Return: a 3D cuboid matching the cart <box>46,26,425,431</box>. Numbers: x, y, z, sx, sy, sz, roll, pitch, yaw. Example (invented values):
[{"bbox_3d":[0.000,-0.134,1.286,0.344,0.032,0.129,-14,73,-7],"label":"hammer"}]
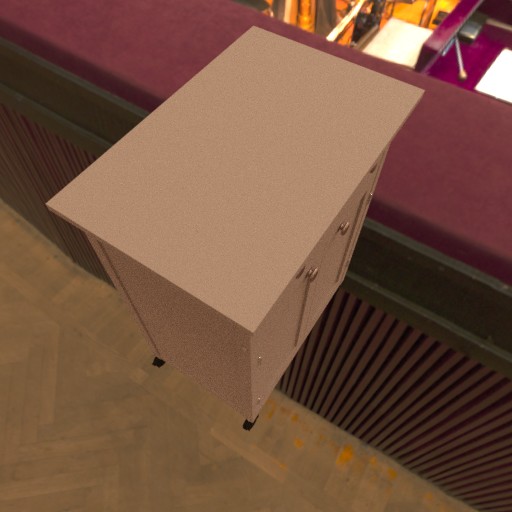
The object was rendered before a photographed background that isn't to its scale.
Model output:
[{"bbox_3d":[0.000,0.000,1.236,0.442,0.864,0.683,29,62,17],"label":"cart"}]
